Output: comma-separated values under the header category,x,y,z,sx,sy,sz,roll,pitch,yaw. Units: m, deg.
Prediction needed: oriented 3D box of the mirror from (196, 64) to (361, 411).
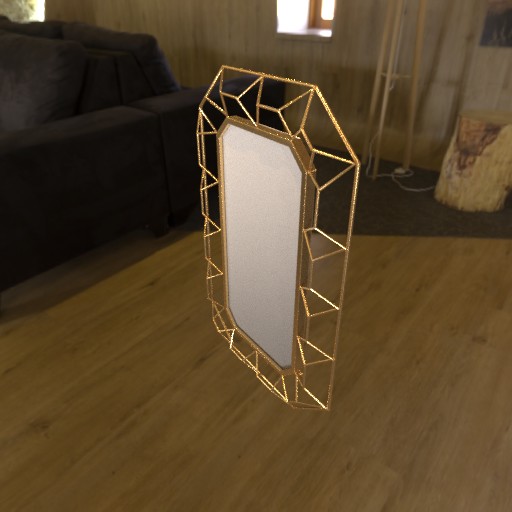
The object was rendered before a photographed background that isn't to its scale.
category,x,y,z,sx,sy,sz,roll,pitch,yaw
mirror,0.000,0.000,1.134,0.051,0.870,0.572,-20,36,-30
